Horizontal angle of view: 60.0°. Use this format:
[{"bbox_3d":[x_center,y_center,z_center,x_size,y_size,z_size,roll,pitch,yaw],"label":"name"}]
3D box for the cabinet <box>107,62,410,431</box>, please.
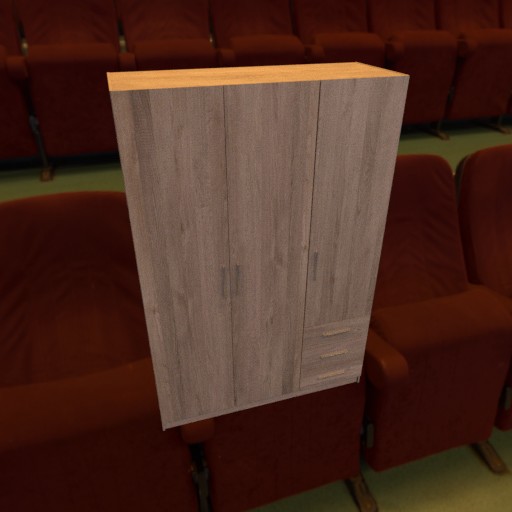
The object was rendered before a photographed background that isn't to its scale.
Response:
[{"bbox_3d":[0.000,0.000,2.492,1.290,1.910,0.510,-9,31,-15],"label":"cabinet"}]
